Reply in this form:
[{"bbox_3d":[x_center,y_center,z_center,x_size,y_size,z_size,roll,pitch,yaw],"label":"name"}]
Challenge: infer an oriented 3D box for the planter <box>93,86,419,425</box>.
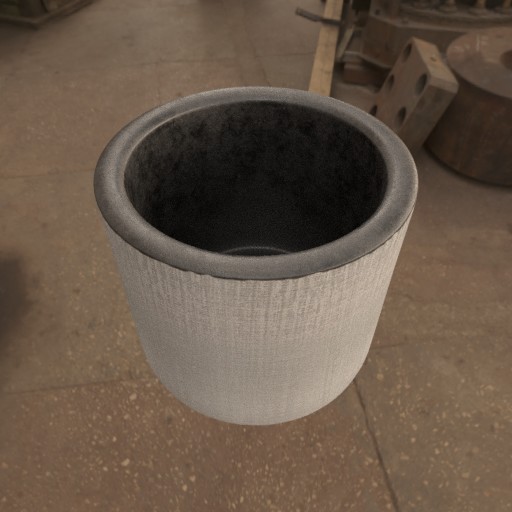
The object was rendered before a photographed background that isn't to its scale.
[{"bbox_3d":[0.000,0.000,0.212,0.125,0.112,0.125,0,46,0],"label":"planter"}]
